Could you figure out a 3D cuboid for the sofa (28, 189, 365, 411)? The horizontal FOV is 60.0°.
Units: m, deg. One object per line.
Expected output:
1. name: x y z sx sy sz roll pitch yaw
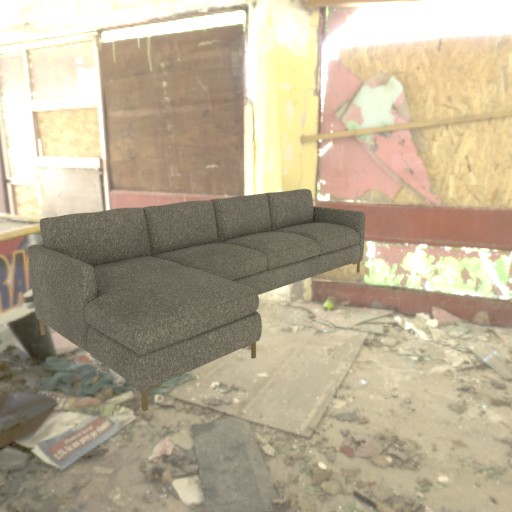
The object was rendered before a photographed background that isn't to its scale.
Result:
1. sofa: 0.000 0.000 3.447 1.350 0.810 2.932 13 19 42
